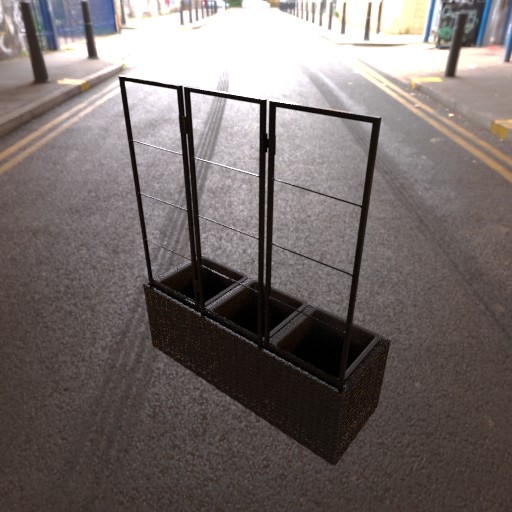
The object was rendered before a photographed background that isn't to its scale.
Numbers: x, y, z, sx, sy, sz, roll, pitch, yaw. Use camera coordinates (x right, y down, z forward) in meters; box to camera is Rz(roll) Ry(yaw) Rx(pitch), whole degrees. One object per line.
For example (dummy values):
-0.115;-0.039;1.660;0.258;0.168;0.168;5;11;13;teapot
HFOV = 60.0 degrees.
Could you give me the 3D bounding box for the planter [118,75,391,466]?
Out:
0.000;0.000;1.152;0.698;0.841;0.244;22;37;33;planter
